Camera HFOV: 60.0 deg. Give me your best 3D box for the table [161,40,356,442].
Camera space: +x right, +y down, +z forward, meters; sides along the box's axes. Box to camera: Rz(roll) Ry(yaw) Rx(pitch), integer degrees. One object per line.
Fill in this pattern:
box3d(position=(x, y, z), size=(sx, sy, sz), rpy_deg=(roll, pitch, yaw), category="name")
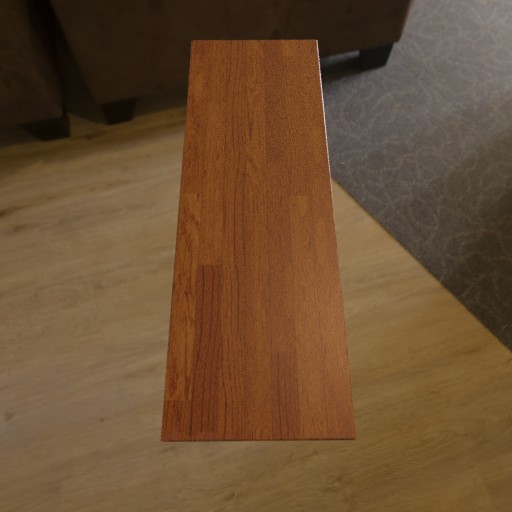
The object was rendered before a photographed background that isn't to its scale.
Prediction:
box3d(position=(0.000, 0.000, 1.513), size=(0.408, 0.740, 1.204), rpy_deg=(0, 64, 0), category="table")
